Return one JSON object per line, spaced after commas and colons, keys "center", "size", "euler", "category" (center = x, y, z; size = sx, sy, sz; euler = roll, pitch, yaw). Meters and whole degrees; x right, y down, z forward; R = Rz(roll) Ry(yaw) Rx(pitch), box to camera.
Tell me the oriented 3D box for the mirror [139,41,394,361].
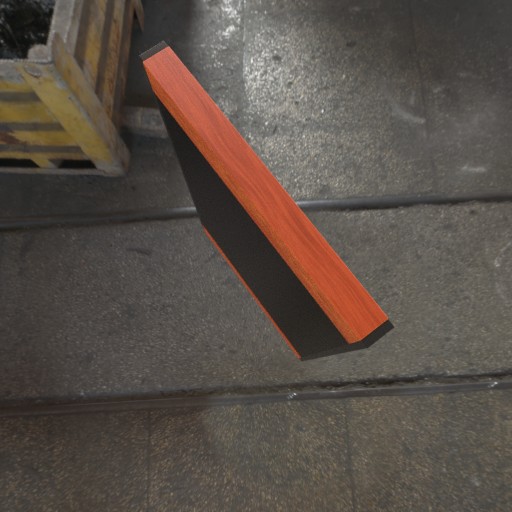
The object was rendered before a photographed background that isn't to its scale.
{"center": [0.000, 0.000, 1.001], "size": [0.047, 0.823, 0.525], "euler": [-35, 78, -9], "category": "mirror"}
